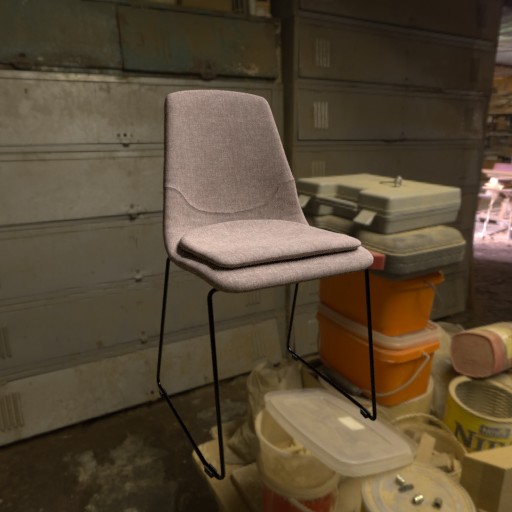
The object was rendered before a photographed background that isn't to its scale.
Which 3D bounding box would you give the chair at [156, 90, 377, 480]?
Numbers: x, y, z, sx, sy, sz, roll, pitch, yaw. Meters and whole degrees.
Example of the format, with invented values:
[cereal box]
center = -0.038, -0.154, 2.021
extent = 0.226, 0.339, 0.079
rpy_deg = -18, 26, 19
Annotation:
[chair]
center = 0.000, 0.000, 1.166
extent = 0.479, 0.858, 0.518
rpy_deg = -8, 18, -27
